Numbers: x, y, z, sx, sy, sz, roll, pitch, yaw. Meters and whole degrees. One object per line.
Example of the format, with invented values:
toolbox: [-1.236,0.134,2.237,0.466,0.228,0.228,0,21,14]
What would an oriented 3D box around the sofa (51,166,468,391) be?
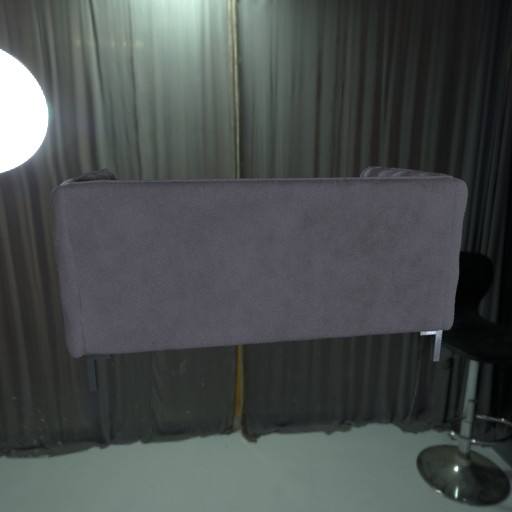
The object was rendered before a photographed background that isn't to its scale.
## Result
sofa: [0.000,0.000,2.117,1.583,0.810,0.909,-2,14,-9]
